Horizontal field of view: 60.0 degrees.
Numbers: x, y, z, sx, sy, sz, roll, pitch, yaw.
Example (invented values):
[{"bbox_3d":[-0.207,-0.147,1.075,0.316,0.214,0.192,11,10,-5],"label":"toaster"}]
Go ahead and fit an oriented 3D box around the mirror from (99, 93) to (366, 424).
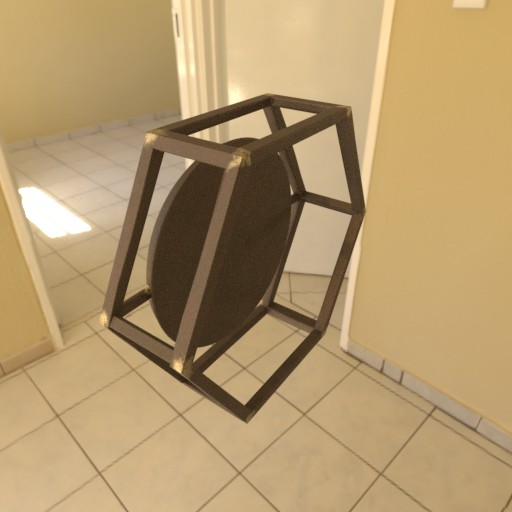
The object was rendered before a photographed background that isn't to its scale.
[{"bbox_3d":[0.000,0.000,0.540,0.119,0.334,0.380,21,38,30],"label":"mirror"}]
